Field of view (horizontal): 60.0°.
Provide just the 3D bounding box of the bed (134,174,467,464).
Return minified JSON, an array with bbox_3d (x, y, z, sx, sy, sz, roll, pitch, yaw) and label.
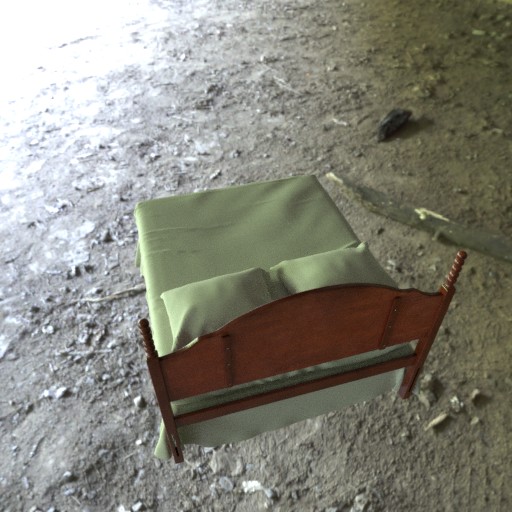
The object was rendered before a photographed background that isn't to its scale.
[{"bbox_3d":[0.000,0.000,3.223,1.873,1.356,2.040,-11,43,-12],"label":"bed"}]
